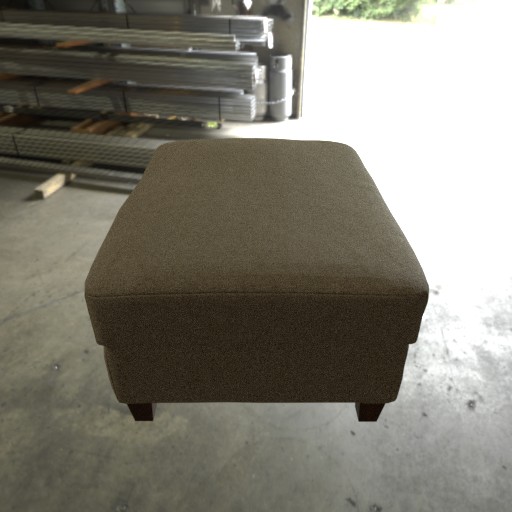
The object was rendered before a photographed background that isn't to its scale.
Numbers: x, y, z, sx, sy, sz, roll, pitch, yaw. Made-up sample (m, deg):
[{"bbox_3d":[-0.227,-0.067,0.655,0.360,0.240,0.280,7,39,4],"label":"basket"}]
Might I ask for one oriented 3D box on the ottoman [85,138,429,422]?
[{"bbox_3d":[0.000,0.000,1.306,0.692,0.511,0.889,0,33,0],"label":"ottoman"}]
